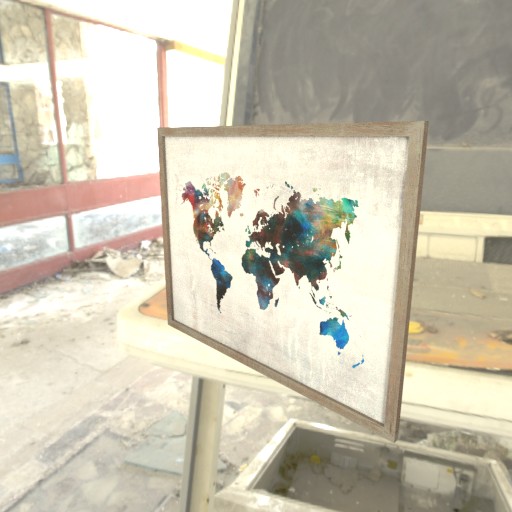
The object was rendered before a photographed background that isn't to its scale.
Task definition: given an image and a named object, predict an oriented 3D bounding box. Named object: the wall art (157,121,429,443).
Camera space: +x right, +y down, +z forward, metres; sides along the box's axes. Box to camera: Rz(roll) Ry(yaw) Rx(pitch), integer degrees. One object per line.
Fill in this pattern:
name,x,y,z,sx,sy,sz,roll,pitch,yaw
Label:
wall art,0.000,0.000,1.367,0.019,0.774,1.012,-14,21,-42
